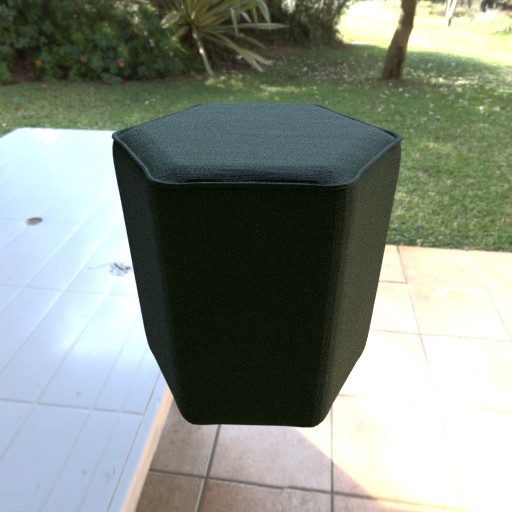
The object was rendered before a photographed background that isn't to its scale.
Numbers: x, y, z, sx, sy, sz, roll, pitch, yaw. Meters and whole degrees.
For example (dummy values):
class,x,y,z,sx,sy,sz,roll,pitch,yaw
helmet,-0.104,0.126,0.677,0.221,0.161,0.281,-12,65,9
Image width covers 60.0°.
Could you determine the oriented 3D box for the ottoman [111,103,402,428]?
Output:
class,x,y,z,sx,sy,sz,roll,pitch,yaw
ottoman,0.000,0.000,0.878,0.499,0.507,0.444,1,32,1
